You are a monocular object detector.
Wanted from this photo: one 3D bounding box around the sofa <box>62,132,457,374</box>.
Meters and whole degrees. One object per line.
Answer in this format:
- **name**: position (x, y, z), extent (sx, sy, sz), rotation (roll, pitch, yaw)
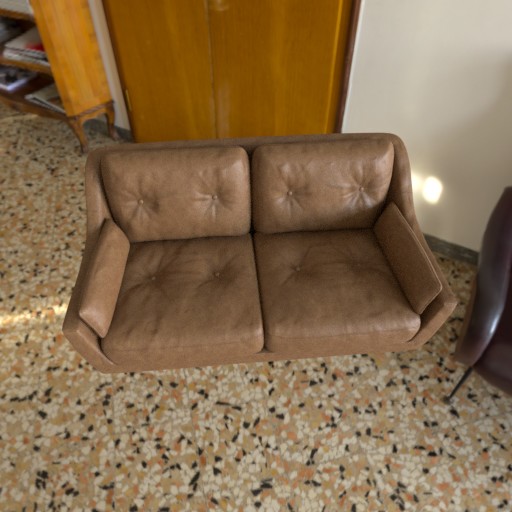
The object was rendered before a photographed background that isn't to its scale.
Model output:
- **sofa**: position (0.000, 0.000, 2.294), extent (1.731, 0.886, 0.981), rotation (-4, 46, -4)
